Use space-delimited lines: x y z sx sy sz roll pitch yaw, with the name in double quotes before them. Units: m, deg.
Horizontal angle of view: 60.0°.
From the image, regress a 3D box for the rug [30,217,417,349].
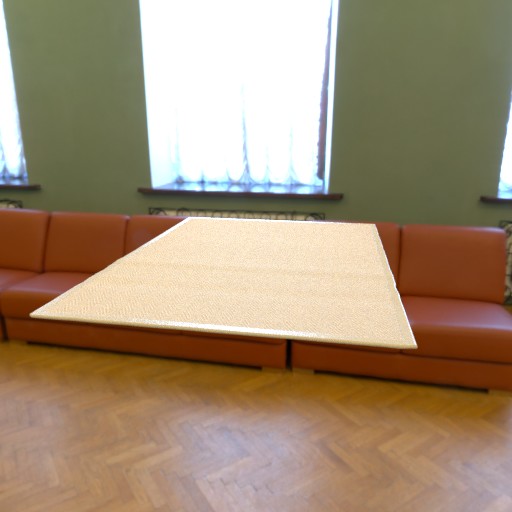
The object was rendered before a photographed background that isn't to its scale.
"rug" 0.000 0.000 4.737 2.734 0.037 3.659 3 17 10
